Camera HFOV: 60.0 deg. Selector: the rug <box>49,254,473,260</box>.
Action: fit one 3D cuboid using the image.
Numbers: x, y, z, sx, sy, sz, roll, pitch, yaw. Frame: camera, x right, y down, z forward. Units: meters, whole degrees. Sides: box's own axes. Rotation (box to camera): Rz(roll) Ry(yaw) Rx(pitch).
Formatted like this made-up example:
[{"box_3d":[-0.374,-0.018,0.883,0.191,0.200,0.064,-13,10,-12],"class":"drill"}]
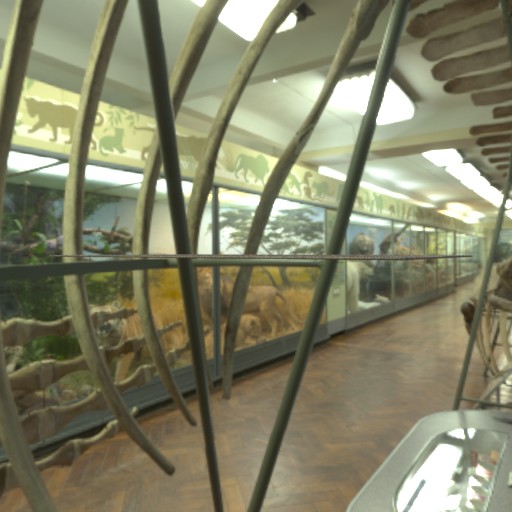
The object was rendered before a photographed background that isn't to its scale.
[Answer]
[{"box_3d":[0.000,0.000,3.003,2.439,0.011,1.533,0,1,35],"class":"rug"}]
